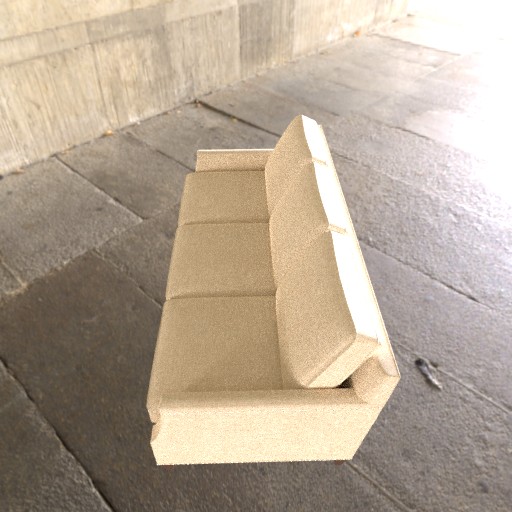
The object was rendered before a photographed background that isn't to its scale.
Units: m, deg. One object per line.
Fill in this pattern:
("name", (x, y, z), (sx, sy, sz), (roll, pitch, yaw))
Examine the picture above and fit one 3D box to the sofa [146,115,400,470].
("sofa", (0.000, 0.000, 2.723), (1.041, 0.940, 2.210), (-1, 41, -1))
